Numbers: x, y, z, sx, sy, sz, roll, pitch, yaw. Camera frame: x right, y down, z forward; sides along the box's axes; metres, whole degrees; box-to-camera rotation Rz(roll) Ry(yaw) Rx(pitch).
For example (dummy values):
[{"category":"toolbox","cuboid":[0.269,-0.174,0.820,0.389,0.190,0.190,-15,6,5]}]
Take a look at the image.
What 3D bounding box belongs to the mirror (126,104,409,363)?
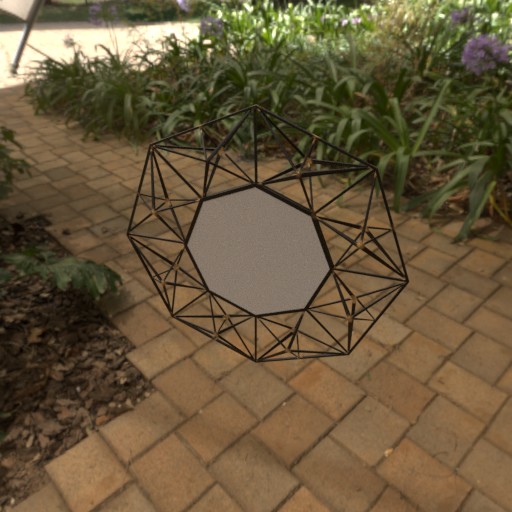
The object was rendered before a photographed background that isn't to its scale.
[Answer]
[{"category":"mirror","cuboid":[0.000,0.000,1.070,0.710,0.710,0.094,10,33,15]}]
